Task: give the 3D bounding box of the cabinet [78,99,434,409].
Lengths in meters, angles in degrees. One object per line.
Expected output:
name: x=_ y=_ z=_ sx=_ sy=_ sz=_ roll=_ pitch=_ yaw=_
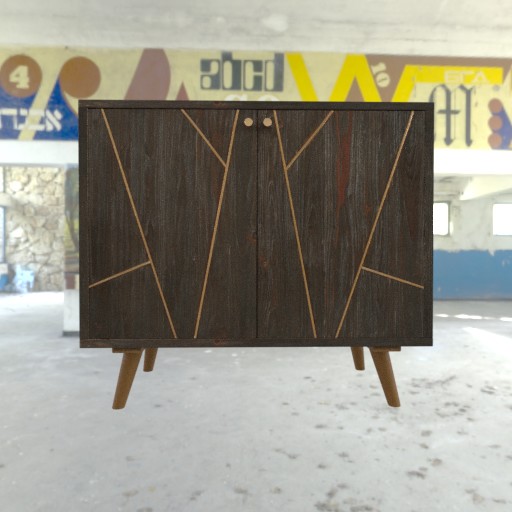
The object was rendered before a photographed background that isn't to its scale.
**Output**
cabinet: x=0.000 y=0.000 z=1.510 sx=1.023 sy=0.897 sz=0.529 roll=0 pitch=1 yaw=-1
